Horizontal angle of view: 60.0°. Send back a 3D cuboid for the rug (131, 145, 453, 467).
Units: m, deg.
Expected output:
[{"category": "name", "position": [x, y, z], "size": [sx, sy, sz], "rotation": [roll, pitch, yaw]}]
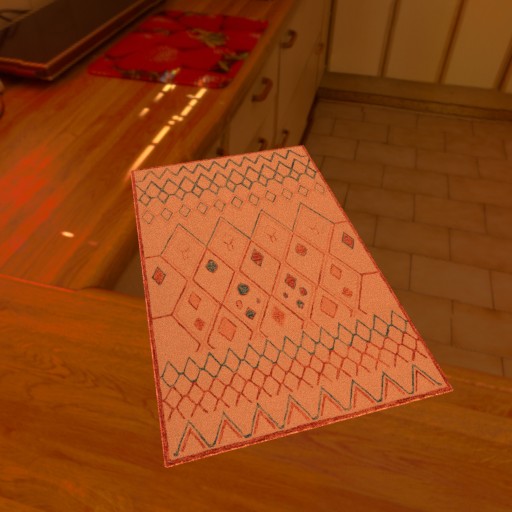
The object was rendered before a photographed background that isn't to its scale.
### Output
[{"category": "rug", "position": [0.000, 0.000, 3.026], "size": [1.524, 0.015, 2.438], "rotation": [-11, 47, -10]}]
